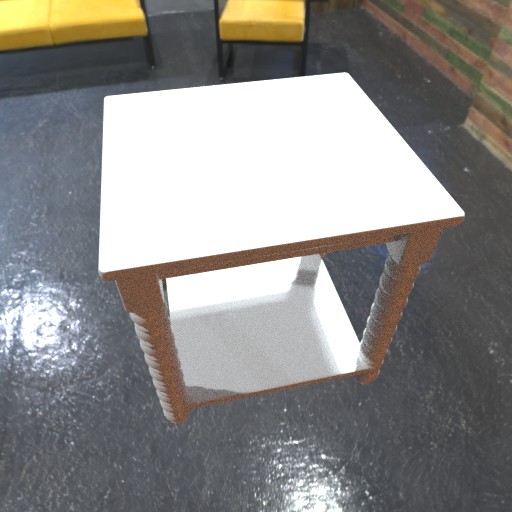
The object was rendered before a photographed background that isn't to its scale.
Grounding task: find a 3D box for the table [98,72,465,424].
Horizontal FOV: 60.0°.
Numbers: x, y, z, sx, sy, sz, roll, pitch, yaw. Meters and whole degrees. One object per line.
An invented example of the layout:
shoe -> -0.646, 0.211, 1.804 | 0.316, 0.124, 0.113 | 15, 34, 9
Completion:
table -> 0.000, 0.000, 0.985 | 0.533, 0.563, 0.500 | -9, 47, -9
